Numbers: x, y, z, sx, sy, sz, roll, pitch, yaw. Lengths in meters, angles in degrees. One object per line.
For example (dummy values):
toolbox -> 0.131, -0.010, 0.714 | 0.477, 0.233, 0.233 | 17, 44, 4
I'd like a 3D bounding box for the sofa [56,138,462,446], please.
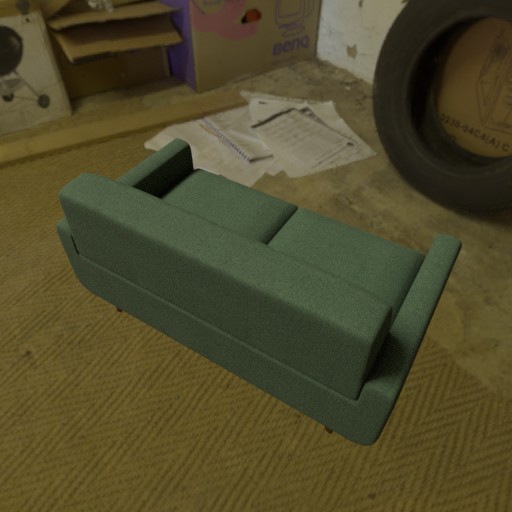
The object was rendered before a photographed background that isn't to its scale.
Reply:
sofa -> 0.000, 0.000, 2.107 | 1.631, 0.841, 0.909 | 24, 51, 21
